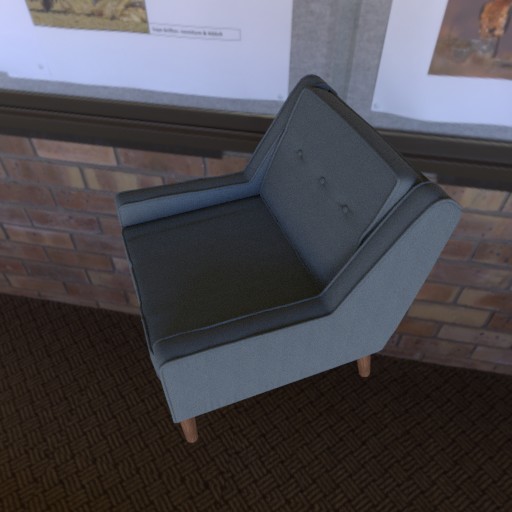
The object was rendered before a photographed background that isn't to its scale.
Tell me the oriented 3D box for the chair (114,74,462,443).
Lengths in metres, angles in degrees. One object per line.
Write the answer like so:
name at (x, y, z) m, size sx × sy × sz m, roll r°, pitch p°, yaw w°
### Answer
chair at (0.000, 0.000, 1.327) m, size 0.733 × 0.780 × 0.663 m, roll -16°, pitch 48°, yaw -14°
